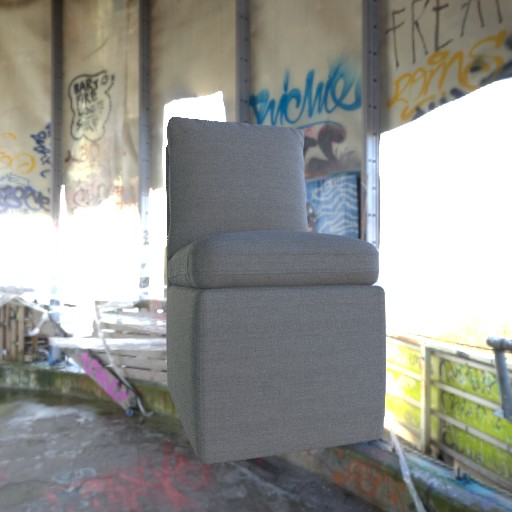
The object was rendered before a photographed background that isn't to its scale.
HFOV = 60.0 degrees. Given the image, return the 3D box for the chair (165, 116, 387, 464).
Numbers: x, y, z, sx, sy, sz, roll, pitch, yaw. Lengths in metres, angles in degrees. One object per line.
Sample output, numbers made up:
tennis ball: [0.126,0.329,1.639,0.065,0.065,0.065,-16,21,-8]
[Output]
chair: [0.000,0.000,1.352,0.503,0.927,0.698,0,0,-18]
